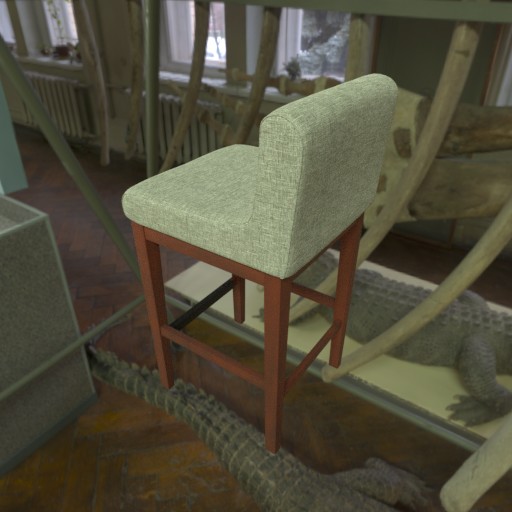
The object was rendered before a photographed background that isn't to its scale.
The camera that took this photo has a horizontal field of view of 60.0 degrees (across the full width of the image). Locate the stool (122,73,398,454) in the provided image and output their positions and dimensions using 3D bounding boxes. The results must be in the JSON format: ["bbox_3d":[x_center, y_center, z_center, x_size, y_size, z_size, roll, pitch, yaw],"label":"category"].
[{"bbox_3d":[0.000,0.000,1.096,0.459,0.835,0.417,20,37,29],"label":"stool"}]
